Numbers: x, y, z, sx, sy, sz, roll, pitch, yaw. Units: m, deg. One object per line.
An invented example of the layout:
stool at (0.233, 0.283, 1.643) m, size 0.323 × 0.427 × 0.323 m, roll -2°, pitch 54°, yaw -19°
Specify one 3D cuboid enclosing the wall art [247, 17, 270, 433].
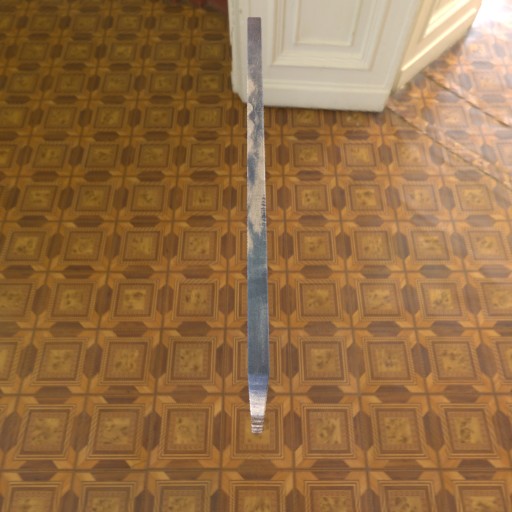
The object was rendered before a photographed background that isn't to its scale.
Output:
wall art at (0.000, 0.000, 1.485) m, size 0.040 × 1.020 × 1.010 m, roll 0°, pitch 63°, yaw 0°
